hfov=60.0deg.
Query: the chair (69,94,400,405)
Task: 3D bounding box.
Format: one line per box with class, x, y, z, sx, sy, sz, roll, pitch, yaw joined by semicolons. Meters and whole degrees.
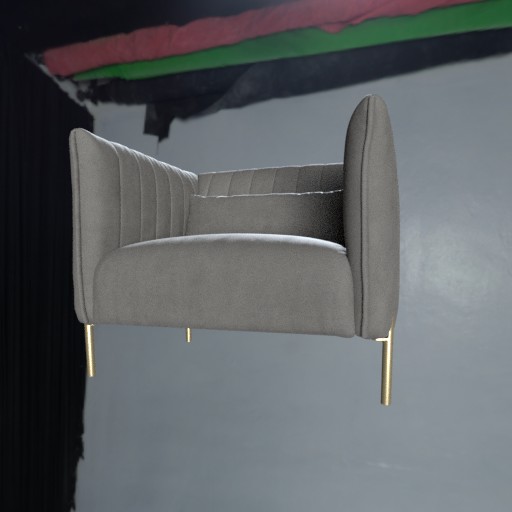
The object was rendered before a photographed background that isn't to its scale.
chair;0.000;0.000;1.586;0.981;0.779;0.873;0;-1;18
